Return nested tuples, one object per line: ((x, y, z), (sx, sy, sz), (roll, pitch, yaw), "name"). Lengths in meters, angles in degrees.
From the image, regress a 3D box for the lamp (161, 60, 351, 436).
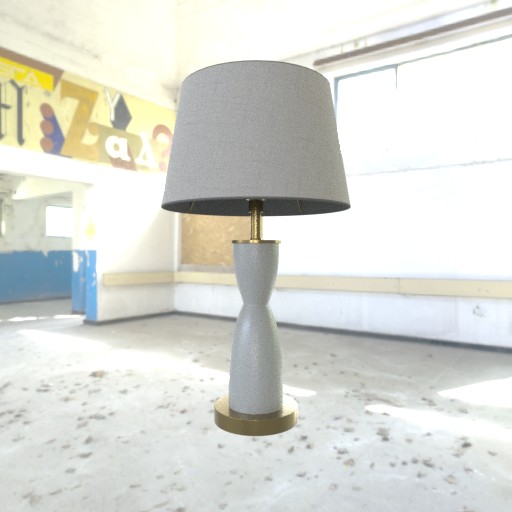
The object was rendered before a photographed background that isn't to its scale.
((0.000, 0.000, 0.738), (0.309, 0.545, 0.309), (0, 1, 0), "lamp")
